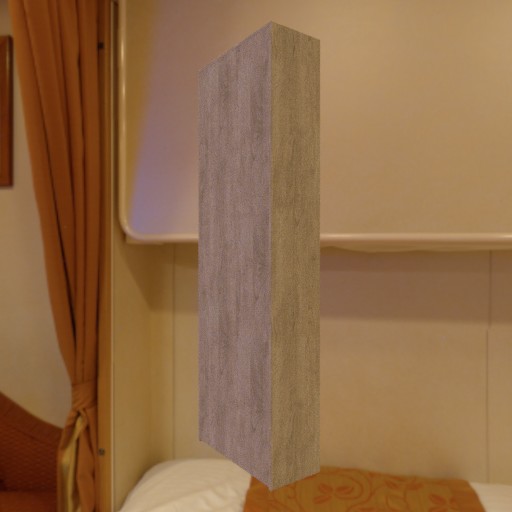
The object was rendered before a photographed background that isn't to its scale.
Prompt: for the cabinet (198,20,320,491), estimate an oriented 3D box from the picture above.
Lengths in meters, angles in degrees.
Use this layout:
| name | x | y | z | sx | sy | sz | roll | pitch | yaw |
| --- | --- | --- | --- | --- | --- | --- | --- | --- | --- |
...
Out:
| name | x | y | z | sx | sy | sz | roll | pitch | yaw |
| --- | --- | --- | --- | --- | --- | --- | --- | --- | --- |
| cabinet | 0.000 | 0.000 | 1.818 | 0.250 | 1.630 | 0.520 | 0 | 0 | -36 |
